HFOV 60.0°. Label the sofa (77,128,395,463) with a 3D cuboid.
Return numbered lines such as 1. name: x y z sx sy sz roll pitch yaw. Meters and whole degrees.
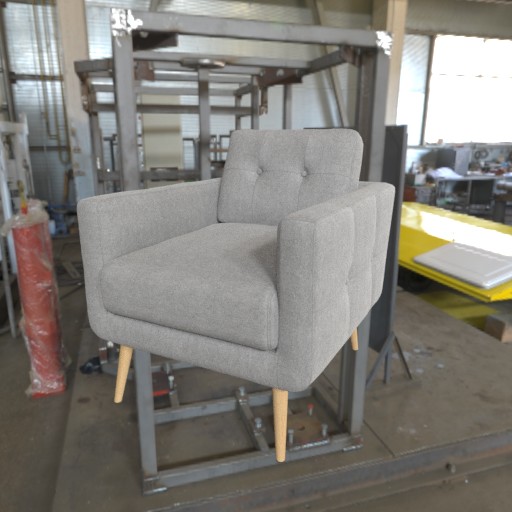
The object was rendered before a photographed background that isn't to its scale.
1. sofa: 0.000 0.000 1.546 0.770 0.860 0.920 8 17 27
